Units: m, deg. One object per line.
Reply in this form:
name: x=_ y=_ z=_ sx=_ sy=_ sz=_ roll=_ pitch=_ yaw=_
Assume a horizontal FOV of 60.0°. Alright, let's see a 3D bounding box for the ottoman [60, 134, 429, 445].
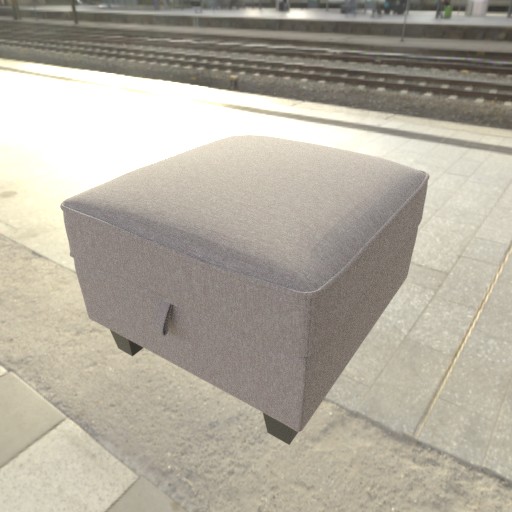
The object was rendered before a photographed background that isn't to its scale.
ottoman: x=0.000 y=0.000 z=1.410 sx=0.808 sy=0.612 sz=0.871 roll=19 pitch=36 yaw=29
